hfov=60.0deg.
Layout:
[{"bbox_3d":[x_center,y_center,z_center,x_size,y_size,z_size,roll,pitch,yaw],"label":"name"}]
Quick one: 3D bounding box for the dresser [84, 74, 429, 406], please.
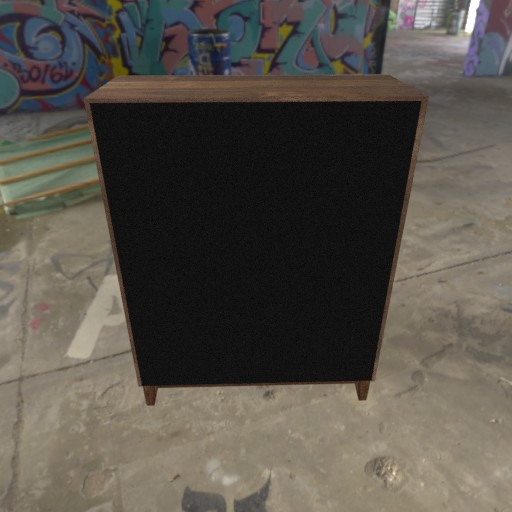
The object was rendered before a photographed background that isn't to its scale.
[{"bbox_3d":[0.000,0.000,1.905,1.062,1.393,0.442,-1,31,-2],"label":"dresser"}]
